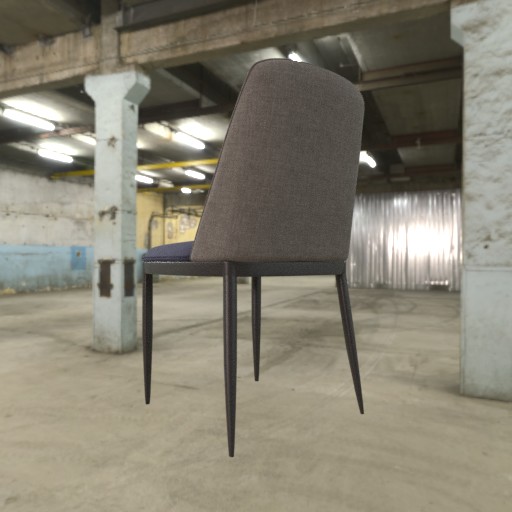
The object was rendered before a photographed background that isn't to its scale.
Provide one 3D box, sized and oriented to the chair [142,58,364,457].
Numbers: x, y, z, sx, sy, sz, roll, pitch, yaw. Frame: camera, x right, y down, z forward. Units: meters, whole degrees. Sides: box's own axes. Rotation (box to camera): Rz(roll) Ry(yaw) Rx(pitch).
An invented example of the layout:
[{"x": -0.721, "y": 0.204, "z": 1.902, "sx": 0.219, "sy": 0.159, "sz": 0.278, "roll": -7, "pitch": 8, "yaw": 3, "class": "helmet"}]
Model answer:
[{"x": 0.000, "y": 0.000, "z": 1.216, "sx": 0.488, "sy": 0.855, "sz": 0.550, "roll": 1, "pitch": -1, "yaw": -38, "class": "chair"}]
